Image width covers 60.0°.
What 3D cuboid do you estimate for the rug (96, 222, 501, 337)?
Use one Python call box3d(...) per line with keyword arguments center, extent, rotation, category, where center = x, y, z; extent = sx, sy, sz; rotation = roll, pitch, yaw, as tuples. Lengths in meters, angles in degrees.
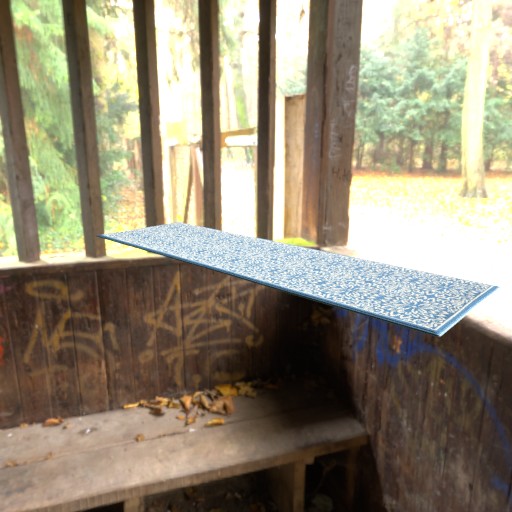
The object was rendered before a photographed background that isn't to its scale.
box3d(center=(0.000, 0.000, 2.347), extent=(2.196, 0.011, 0.662), rotation=(13, 20, 41), category="rug")
